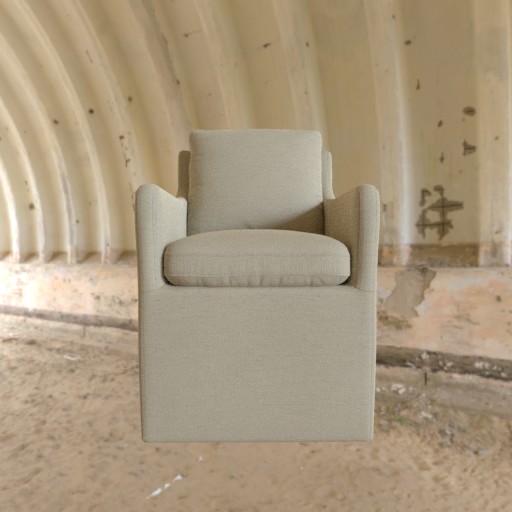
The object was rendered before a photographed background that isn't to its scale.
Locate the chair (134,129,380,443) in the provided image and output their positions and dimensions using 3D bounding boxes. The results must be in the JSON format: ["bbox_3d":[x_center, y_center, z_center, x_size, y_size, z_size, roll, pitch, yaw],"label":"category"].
[{"bbox_3d":[0.000,0.000,1.401,0.626,0.914,0.694,0,0,-1],"label":"chair"}]
